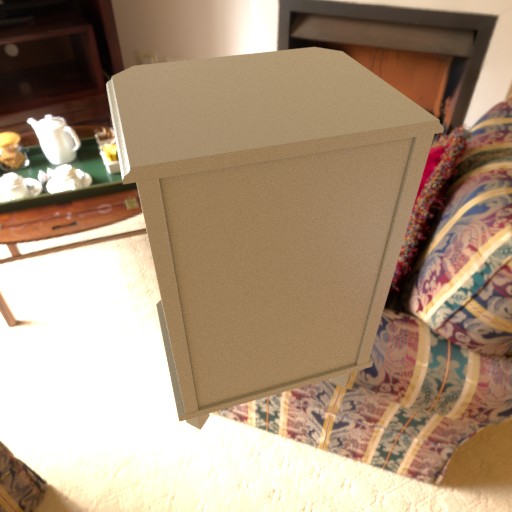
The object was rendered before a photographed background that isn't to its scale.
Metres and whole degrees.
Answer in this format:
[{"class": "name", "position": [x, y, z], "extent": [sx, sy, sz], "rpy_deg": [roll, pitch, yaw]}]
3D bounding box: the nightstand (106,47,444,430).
[{"class": "nightstand", "position": [0.000, 0.000, 0.903], "extent": [0.435, 0.680, 0.348], "rpy_deg": [-12, 43, -13]}]
